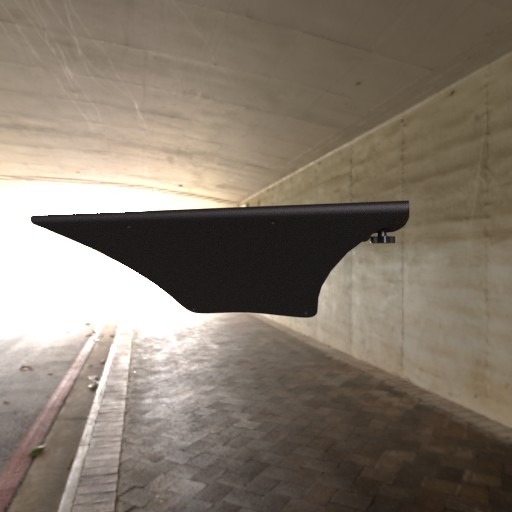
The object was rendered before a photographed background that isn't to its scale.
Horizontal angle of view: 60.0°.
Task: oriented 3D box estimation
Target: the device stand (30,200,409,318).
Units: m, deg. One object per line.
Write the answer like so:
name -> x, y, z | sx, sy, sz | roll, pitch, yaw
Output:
device stand -> 0.000, 0.000, 0.356 | 0.230, 0.092, 0.230 | 0, -1, 18
